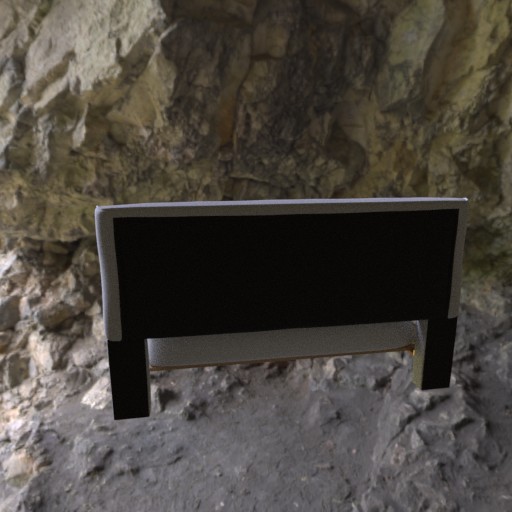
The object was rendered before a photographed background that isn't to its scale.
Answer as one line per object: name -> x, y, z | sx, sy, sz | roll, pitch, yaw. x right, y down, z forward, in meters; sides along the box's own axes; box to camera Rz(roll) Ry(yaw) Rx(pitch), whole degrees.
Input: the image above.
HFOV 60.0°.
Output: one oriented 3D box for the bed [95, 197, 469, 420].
bed -> 0.000, 0.000, 3.279 | 1.840, 1.067, 2.368 | -2, 14, -10
